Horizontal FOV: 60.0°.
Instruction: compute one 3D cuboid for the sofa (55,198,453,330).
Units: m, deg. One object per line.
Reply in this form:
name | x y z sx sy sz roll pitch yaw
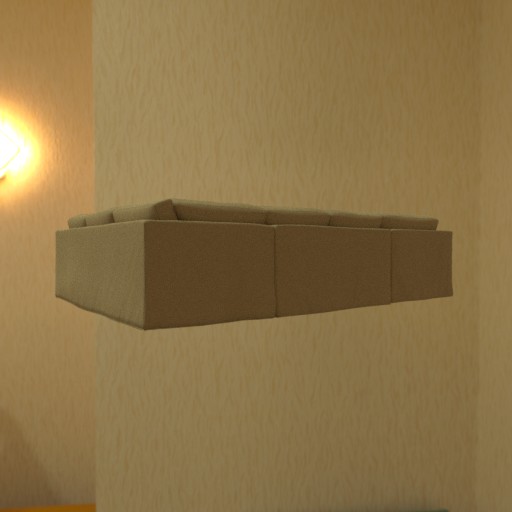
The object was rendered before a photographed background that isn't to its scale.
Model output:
sofa | 0.000 0.000 4.693 3.528 0.878 2.476 -1 1 -36
